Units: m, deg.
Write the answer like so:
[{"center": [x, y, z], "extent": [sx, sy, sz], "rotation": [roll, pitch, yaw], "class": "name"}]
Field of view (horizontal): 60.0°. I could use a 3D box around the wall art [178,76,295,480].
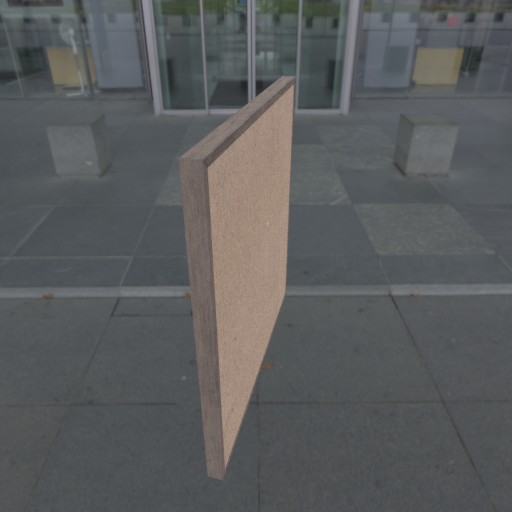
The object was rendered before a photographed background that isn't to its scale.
[{"center": [0.000, 0.000, 1.150], "extent": [0.038, 0.762, 0.762], "rotation": [7, 31, 12], "class": "wall art"}]
